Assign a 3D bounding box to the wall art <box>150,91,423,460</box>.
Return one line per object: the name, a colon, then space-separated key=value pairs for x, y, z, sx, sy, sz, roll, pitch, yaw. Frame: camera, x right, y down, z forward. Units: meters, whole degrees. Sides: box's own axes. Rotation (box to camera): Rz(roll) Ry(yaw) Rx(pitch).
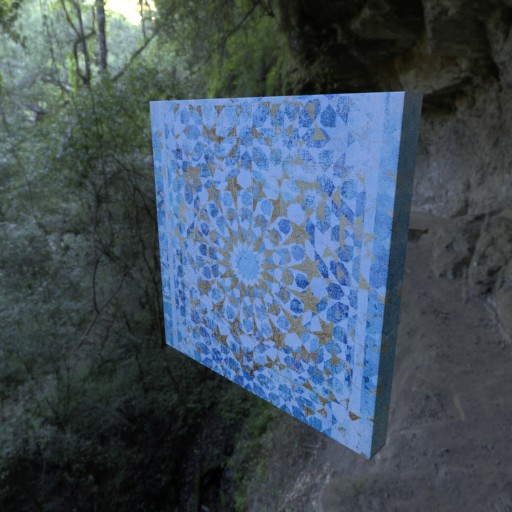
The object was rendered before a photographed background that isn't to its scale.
wall art: x=0.000 y=0.000 z=0.603 sx=0.405 sy=0.405 sz=0.037 roll=16 pitch=24 yaw=41
